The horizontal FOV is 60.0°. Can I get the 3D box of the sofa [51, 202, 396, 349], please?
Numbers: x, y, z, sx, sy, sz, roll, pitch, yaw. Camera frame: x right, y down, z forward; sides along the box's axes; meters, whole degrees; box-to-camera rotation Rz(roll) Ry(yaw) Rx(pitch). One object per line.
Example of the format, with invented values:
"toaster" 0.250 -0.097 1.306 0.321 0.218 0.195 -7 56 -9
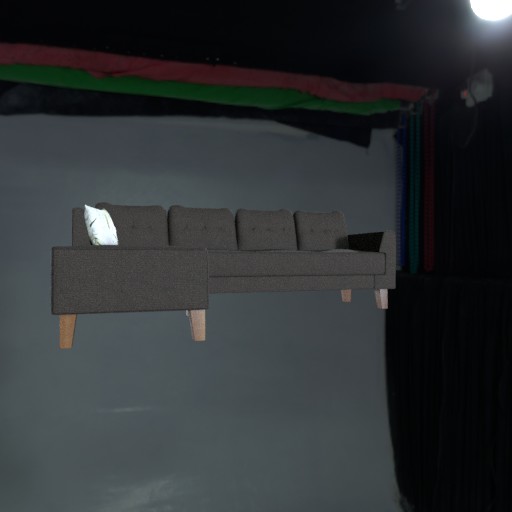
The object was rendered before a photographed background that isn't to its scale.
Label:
"sofa" 0.000 0.000 3.415 2.679 0.932 1.829 0 0 -18
